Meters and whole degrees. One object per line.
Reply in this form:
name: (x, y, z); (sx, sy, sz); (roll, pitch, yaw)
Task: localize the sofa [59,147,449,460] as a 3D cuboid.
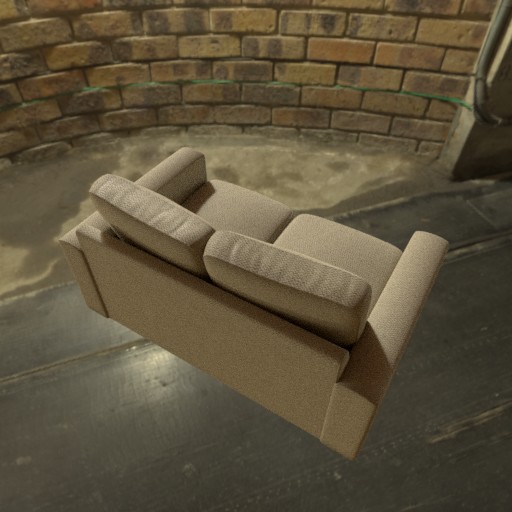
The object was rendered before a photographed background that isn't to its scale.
sofa: (0.000, 0.000, 2.213); (1.616, 0.873, 1.016); (24, 50, 21)
